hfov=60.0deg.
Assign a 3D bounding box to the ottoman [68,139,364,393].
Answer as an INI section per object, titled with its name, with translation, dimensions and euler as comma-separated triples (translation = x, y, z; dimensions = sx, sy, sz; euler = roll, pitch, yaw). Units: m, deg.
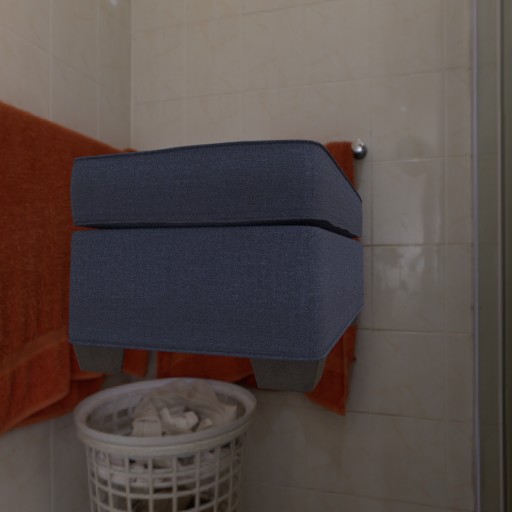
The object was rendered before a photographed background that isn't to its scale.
[ottoman]
translation = 0.000, 0.000, 1.187
dimensions = 0.505, 0.453, 0.895
euler = 0, 0, 18
